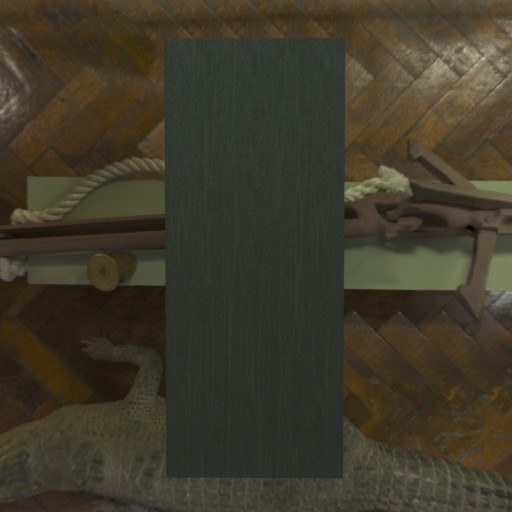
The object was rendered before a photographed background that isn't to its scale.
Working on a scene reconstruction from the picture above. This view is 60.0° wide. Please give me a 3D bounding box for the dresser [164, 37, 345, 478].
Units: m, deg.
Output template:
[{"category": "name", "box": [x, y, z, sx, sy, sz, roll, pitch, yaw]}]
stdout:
[{"category": "dresser", "box": [0.000, 0.000, 1.407, 0.404, 0.816, 0.994, 0, 91, 0]}]
